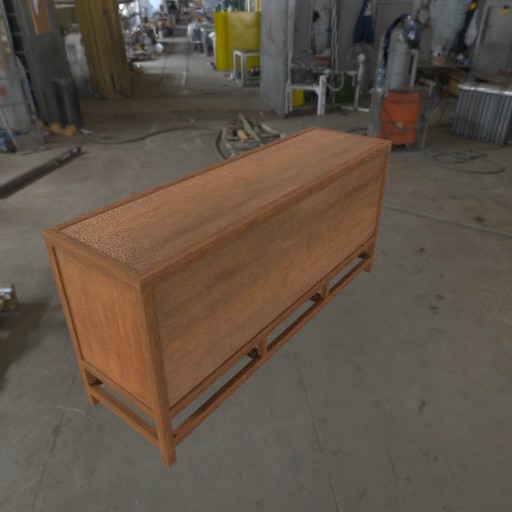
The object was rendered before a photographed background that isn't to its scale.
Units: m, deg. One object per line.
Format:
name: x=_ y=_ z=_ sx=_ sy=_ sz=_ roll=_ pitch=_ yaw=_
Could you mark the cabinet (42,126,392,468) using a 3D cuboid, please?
cabinet: x=0.000 y=0.000 z=2.132 sx=0.522 sy=0.820 sz=1.708 roll=21 pitch=37 yaw=32
